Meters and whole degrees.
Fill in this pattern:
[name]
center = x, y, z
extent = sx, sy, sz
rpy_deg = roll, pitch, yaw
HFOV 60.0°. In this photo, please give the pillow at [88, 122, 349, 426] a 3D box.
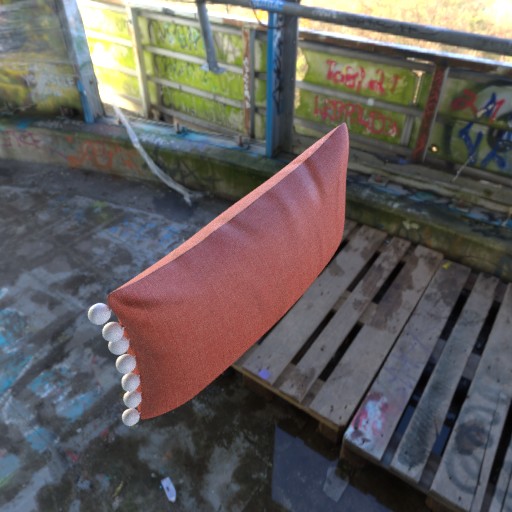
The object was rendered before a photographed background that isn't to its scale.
[pillow]
center = 0.000, 0.000, 0.872
extent = 0.201, 0.322, 0.709
rpy_deg = 26, 47, 27
